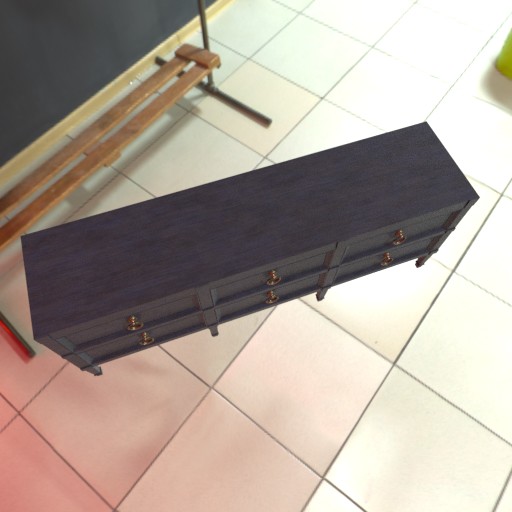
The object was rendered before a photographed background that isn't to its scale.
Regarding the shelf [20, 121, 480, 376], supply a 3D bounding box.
[{"bbox_3d":[0.000,0.000,2.173,1.878,0.715,0.471,-17,64,-9],"label":"shelf"}]
